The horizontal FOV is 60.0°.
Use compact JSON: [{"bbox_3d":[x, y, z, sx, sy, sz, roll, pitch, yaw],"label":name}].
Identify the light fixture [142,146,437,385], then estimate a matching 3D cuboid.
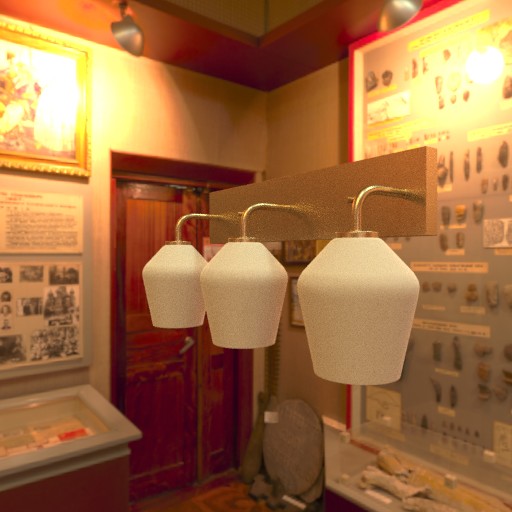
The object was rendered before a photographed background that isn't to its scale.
[{"bbox_3d":[0.000,0.000,0.732,0.190,0.280,0.609,0,0,-37],"label":"light fixture"}]
